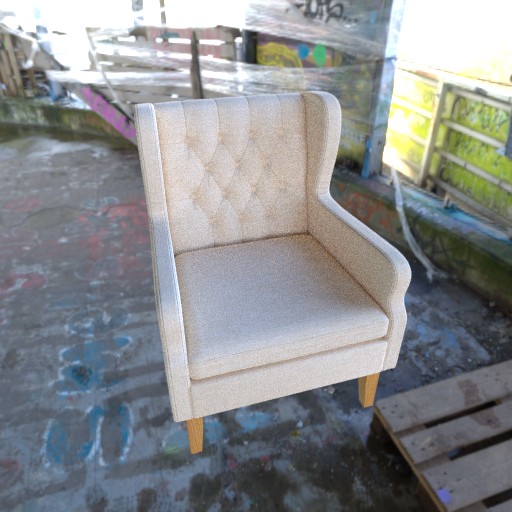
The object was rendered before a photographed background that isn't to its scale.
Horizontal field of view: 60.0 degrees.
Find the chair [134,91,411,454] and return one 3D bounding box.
[{"bbox_3d":[0.000,0.000,1.491,0.710,0.930,0.760,-9,34,-14],"label":"chair"}]
